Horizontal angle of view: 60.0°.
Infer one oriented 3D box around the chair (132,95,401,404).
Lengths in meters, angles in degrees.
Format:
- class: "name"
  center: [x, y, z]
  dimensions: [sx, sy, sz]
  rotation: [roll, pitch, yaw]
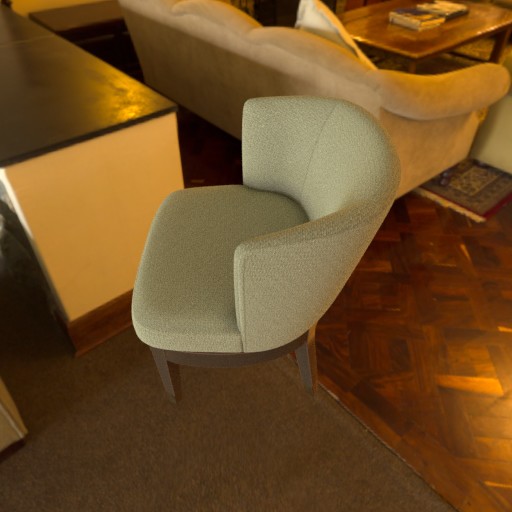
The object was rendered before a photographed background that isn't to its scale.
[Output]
- class: "chair"
  center: [0.000, 0.000, 1.312]
  dimensions: [0.660, 0.760, 0.700]
  rotation: [0, 42, 0]
